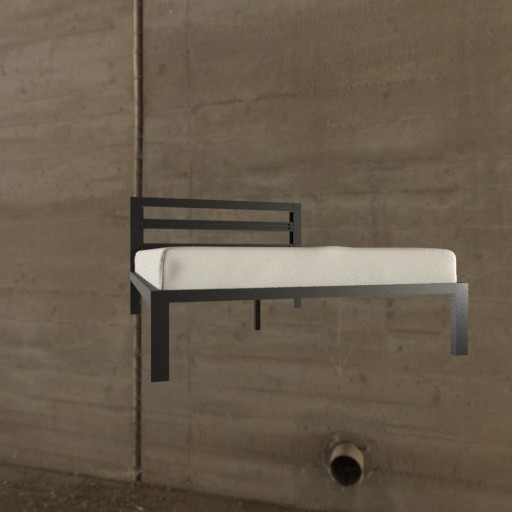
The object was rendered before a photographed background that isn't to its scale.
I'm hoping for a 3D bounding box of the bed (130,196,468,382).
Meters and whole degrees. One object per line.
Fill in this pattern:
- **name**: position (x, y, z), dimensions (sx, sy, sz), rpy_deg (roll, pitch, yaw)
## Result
- **bed**: position (0.000, 0.000, 2.925), dimensions (1.524, 0.967, 2.062), rpy_deg (0, 0, -18)
